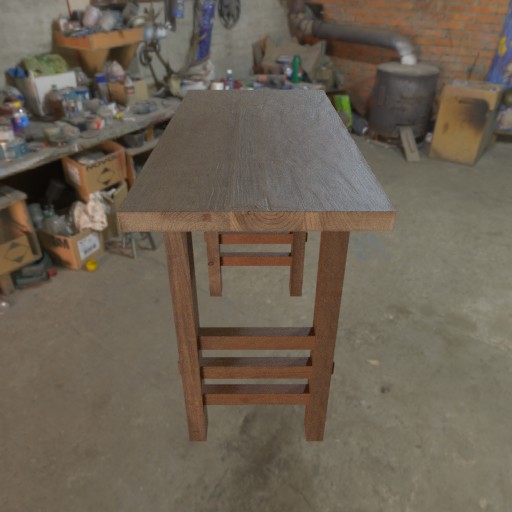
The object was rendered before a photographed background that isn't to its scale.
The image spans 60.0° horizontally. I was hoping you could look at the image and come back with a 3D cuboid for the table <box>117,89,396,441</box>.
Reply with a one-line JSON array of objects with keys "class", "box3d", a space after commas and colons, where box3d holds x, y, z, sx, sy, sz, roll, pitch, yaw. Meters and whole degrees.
[{"class": "table", "box3d": [0.000, 0.000, 1.596, 0.556, 0.914, 1.119, 0, 32, 0]}]
